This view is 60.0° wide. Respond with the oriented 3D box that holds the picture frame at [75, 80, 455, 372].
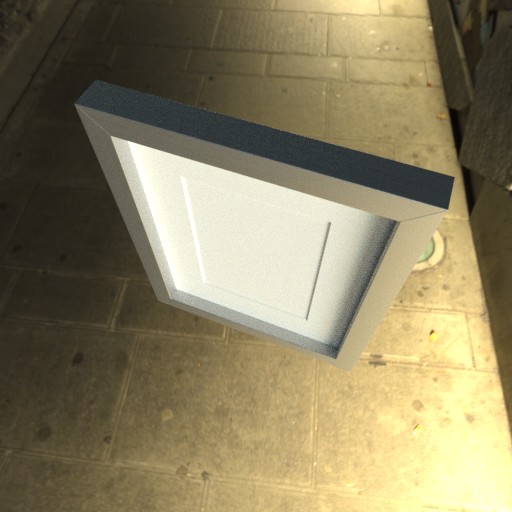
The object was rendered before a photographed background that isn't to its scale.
[{"bbox_3d":[0.000,0.000,0.386,0.233,0.282,0.036,18,60,11],"label":"picture frame"}]
